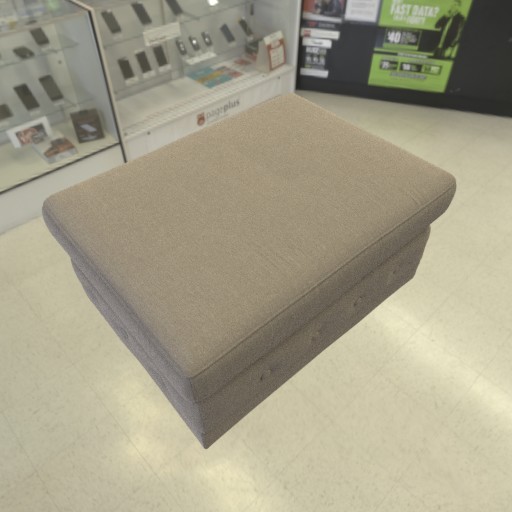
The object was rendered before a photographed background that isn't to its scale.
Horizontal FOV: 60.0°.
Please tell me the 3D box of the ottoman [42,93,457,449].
[{"bbox_3d":[0.000,0.000,1.116,0.771,0.500,0.569,-32,54,-27],"label":"ottoman"}]
